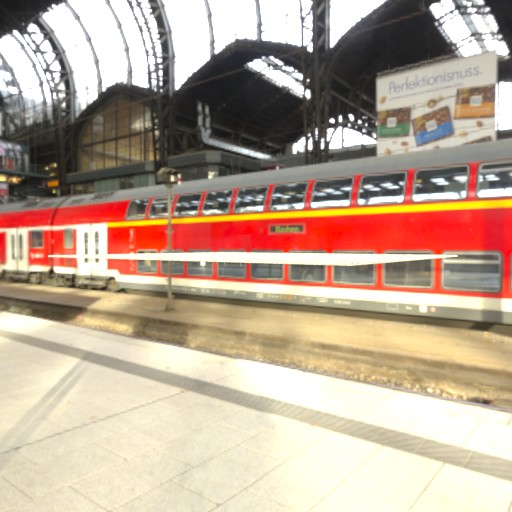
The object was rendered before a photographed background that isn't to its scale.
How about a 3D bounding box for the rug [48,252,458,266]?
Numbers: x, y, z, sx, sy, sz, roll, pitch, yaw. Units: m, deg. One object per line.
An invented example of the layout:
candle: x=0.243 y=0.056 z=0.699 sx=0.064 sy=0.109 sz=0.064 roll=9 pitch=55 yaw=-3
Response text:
rug: x=0.000 y=0.000 z=4.210 sx=3.050 sy=0.017 sz=2.441 roll=1 pitch=2 yaw=37
